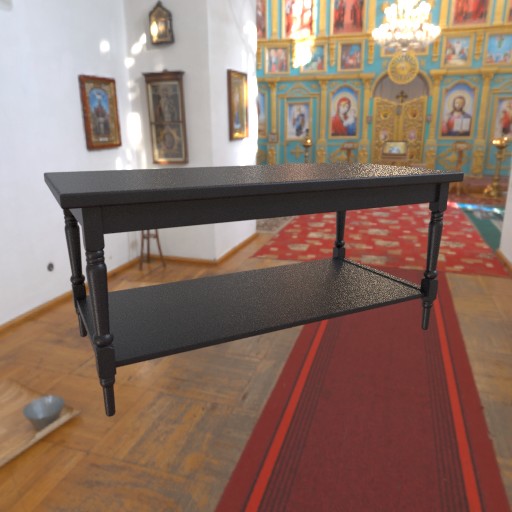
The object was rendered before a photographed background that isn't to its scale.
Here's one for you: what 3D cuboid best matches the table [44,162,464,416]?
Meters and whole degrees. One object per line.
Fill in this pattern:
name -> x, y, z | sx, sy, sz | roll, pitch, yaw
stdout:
table -> 0.000, 0.000, 1.368 | 1.107, 0.510, 0.550 | -8, 17, -27
